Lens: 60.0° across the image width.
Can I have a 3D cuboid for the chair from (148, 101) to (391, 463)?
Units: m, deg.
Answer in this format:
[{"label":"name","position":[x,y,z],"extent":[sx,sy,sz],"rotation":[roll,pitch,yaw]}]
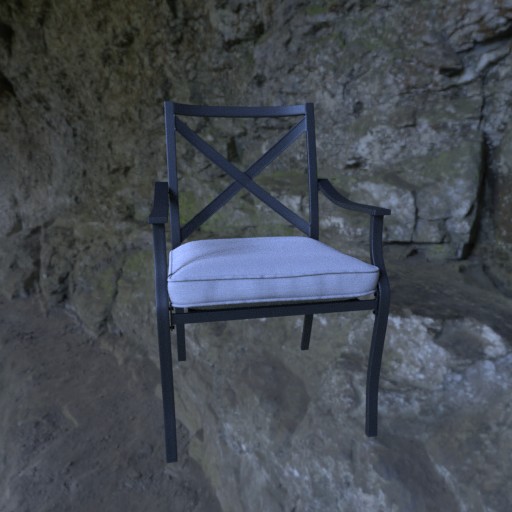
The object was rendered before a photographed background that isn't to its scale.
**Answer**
[{"label":"chair","position":[0.000,0.000,1.306],"extent":[0.575,0.889,0.620],"rotation":[-3,16,-10]}]
